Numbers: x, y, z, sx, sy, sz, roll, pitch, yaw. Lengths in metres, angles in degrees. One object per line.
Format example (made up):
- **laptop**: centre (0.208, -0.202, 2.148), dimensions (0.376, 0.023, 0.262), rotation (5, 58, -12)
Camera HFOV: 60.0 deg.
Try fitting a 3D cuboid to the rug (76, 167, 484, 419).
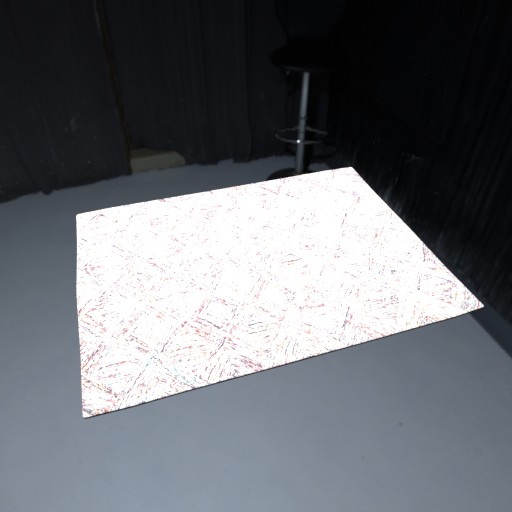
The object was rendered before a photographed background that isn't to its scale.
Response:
- **rug**: centre (0.000, 0.000, 4.170), dimensions (3.226, 0.024, 2.436), rotation (-12, 43, -13)
